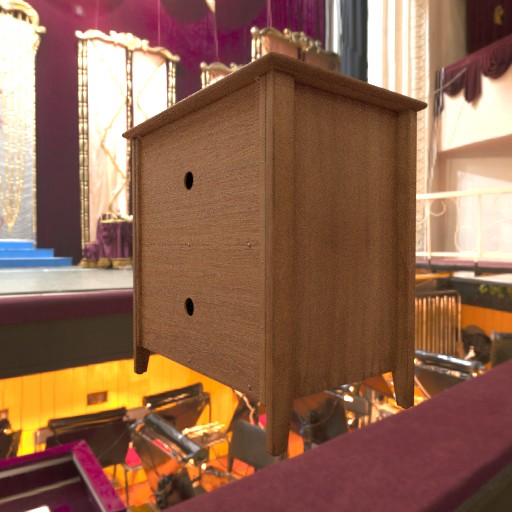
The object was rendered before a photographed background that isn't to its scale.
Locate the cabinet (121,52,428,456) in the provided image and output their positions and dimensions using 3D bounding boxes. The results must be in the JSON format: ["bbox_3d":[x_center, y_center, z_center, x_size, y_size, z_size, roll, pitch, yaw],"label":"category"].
[{"bbox_3d":[0.000,0.000,1.259,0.503,0.762,0.763,-1,2,-37],"label":"cabinet"}]
